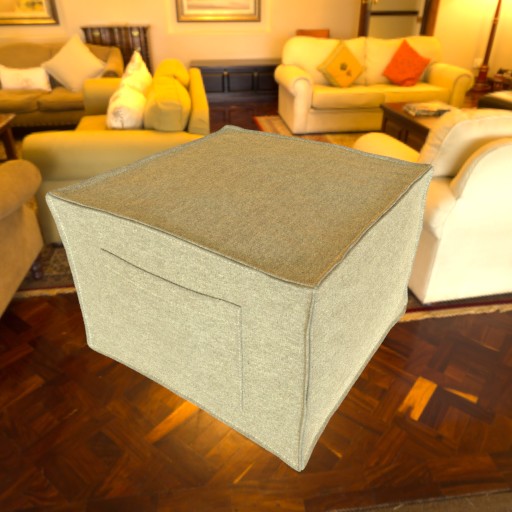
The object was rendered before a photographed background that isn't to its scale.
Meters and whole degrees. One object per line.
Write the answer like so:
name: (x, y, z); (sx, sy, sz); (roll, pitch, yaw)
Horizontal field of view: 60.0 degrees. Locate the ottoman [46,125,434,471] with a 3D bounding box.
ottoman: (0.000, 0.000, 1.168); (0.707, 0.470, 0.696); (19, 36, 28)
